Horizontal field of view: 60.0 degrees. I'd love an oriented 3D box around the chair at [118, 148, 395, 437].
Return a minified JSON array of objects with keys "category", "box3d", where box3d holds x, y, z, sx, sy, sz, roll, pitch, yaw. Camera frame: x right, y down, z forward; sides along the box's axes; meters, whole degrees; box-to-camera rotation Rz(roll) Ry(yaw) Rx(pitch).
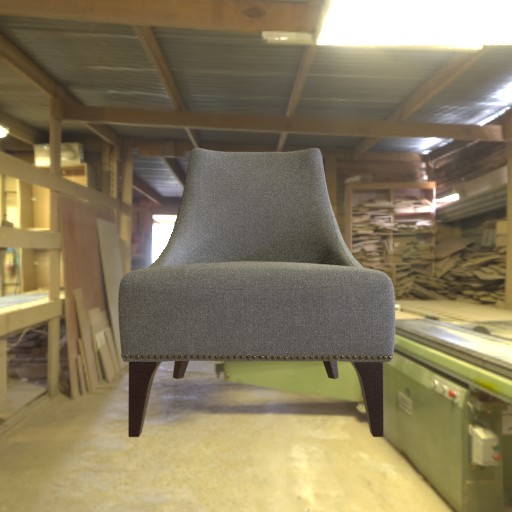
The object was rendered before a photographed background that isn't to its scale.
[{"category":"chair","box3d":[0.000,0.000,1.497,0.701,0.909,0.861,0,-1,0]}]
